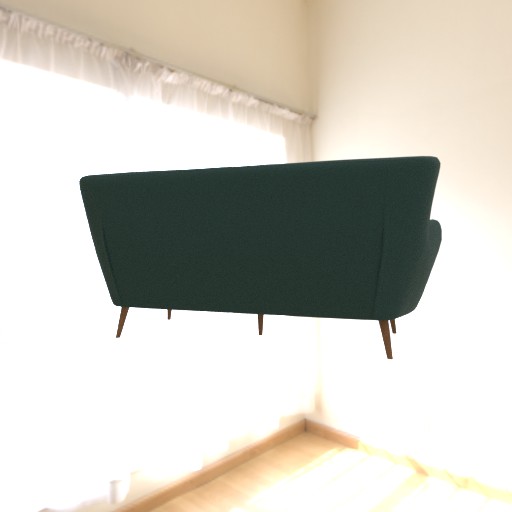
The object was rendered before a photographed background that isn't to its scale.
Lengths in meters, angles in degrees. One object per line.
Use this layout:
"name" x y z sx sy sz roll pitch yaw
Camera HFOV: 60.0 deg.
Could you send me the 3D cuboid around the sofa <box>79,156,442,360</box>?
"sofa" 0.000 0.000 2.423 1.930 0.890 0.889 1 2 18
